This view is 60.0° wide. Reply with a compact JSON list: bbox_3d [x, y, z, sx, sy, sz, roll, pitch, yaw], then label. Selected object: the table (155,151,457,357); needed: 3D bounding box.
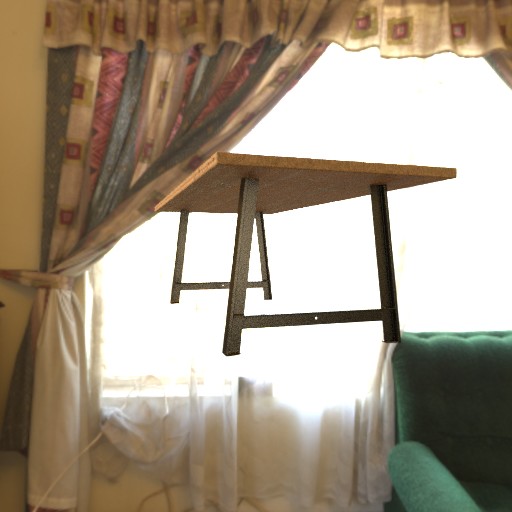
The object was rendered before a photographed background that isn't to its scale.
[{"bbox_3d":[0.000,0.000,2.694,1.000,0.757,2.200,0,1,-18],"label":"table"}]
